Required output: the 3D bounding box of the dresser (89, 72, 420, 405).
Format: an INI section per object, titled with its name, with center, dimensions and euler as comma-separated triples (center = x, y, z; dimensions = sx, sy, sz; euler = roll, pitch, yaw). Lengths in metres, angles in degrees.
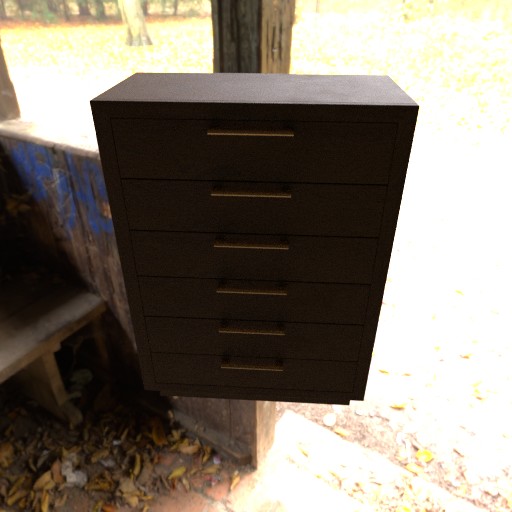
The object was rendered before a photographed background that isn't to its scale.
[dresser]
center = 0.000, 0.000, 1.822
dimensions = 0.964, 1.320, 0.516
euler = 2, 32, 3
